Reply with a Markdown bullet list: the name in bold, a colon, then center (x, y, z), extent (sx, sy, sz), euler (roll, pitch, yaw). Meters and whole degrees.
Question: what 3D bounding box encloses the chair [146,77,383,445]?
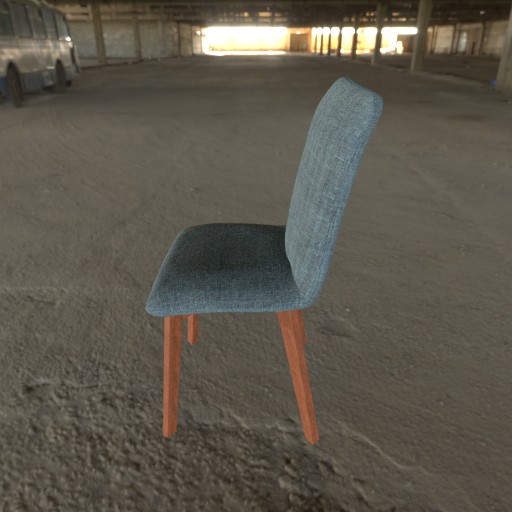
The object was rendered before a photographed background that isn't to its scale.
- **chair**: center (0.000, 0.000, 1.322), extent (0.563, 0.974, 0.522), euler (1, 26, 1)
